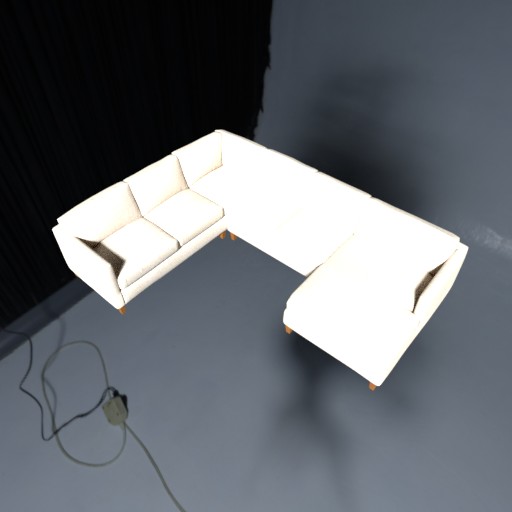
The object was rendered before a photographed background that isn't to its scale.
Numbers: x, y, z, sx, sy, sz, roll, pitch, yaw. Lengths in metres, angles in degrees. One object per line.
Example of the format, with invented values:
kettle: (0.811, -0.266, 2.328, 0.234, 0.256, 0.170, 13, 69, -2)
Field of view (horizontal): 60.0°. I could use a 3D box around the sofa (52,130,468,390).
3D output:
sofa: (0.000, 0.000, 4.688, 3.460, 0.961, 2.594, 31, 53, 27)
